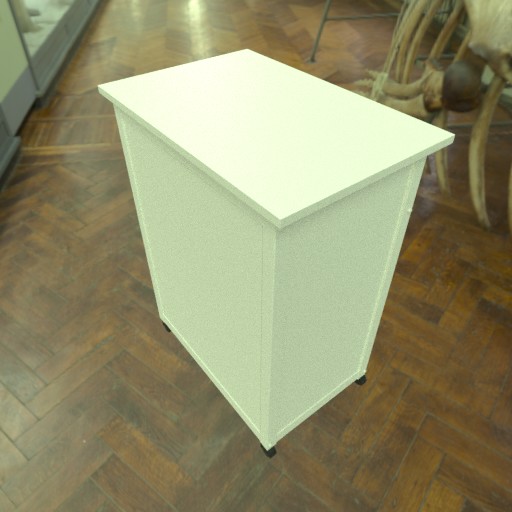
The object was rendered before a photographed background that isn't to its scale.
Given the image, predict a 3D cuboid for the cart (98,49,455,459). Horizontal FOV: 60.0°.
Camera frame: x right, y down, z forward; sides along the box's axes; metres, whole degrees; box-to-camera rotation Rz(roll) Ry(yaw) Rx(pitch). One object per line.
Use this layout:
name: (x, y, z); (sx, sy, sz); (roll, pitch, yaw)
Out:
cart: (0.000, 0.000, 1.241); (0.442, 0.864, 0.683); (-27, 48, -27)
